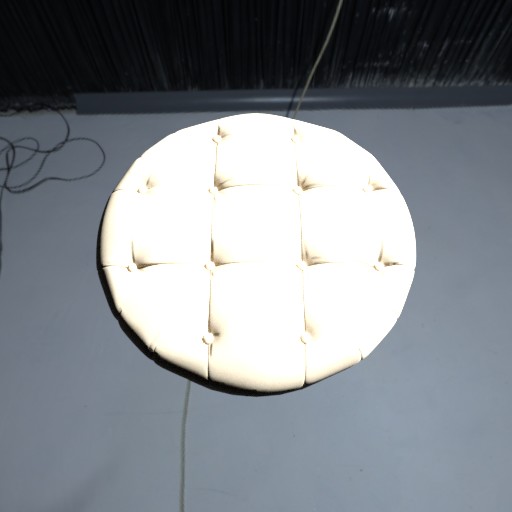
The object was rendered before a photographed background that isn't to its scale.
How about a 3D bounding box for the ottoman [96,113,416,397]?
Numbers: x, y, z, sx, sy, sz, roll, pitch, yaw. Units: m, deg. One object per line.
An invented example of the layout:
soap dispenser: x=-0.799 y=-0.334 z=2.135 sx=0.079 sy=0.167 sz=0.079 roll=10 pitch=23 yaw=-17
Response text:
ottoman: x=0.000 y=0.000 z=1.399 sx=0.901 sy=0.439 sz=0.901 roll=0 pitch=64 yaw=0
